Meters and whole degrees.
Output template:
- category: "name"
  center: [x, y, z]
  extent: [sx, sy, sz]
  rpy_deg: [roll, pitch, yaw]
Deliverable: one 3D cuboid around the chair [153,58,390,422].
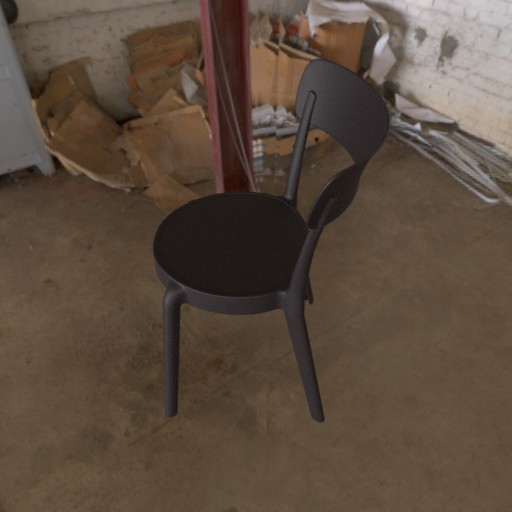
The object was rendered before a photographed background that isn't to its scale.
- category: "chair"
  center: [0.000, 0.000, 1.101]
  extent: [0.491, 0.790, 0.506]
  rpy_deg: [1, 42, 1]
